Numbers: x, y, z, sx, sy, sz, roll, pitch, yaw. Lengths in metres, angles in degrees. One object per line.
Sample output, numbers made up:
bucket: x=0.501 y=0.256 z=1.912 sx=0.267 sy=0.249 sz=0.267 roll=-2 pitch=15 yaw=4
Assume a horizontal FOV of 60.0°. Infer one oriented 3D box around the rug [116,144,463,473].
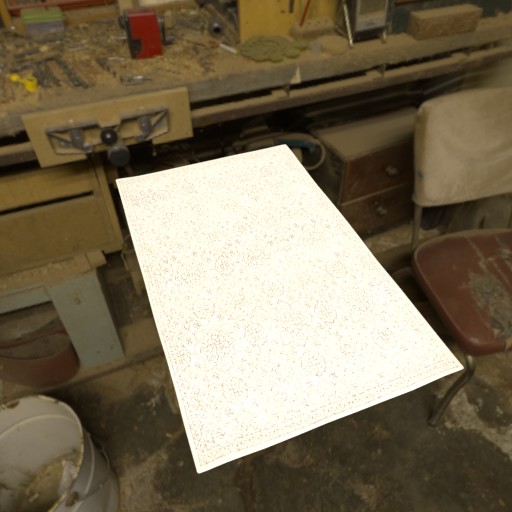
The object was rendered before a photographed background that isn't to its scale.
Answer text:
rug: x=0.000 y=0.000 z=3.028 sx=1.518 sy=0.023 sz=2.434 roll=-16 pitch=48 yaw=-15
